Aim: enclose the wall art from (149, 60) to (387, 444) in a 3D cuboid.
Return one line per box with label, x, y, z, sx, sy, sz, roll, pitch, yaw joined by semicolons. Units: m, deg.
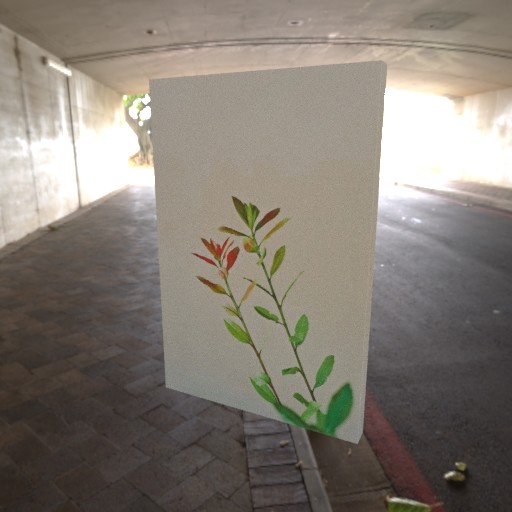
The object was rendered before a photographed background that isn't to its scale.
wall art;0.000;0.000;0.790;0.408;0.611;0.038;7;16;26
